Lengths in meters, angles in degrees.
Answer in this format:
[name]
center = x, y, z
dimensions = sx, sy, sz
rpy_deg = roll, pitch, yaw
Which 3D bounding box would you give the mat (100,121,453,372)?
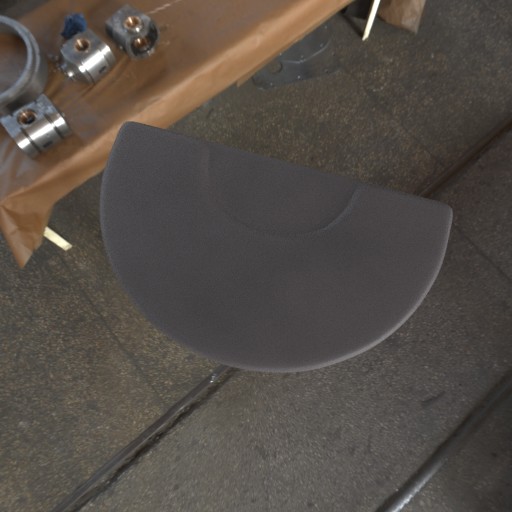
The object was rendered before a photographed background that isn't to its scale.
[mat]
center = 0.000, 0.000, 1.853
dimensions = 1.525, 0.022, 0.917
rpy_deg = 16, 75, 4
